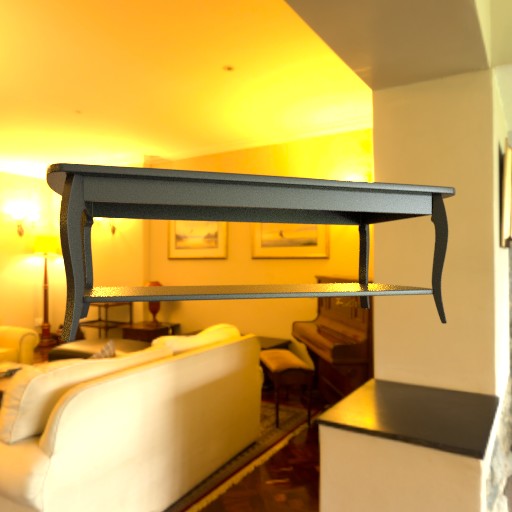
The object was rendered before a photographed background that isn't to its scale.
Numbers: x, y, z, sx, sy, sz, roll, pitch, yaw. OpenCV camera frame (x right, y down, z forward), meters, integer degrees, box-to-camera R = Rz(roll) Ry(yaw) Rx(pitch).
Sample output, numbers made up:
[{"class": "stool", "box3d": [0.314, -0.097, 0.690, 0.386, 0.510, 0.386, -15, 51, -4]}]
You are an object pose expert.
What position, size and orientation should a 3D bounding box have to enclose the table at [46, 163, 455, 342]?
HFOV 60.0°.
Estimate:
[{"class": "table", "box3d": [0.000, 0.000, 1.561, 1.333, 0.457, 0.571, 0, -1, -17]}]
